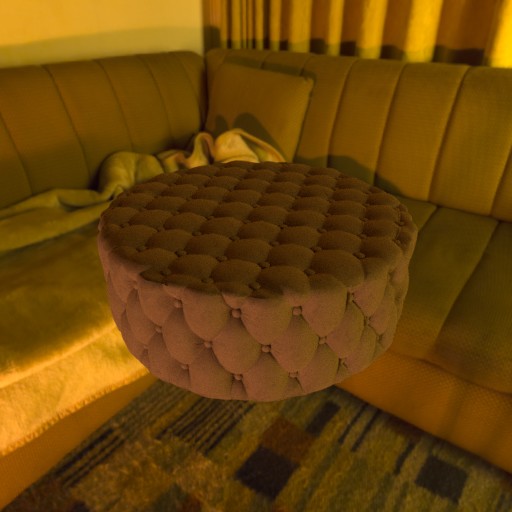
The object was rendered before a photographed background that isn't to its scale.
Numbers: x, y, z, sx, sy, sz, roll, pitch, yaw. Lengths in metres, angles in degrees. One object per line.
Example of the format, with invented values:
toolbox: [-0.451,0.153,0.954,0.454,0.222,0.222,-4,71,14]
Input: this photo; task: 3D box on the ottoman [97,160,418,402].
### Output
ottoman: [0.000,0.000,1.509,0.998,0.399,0.998,0,30,0]
